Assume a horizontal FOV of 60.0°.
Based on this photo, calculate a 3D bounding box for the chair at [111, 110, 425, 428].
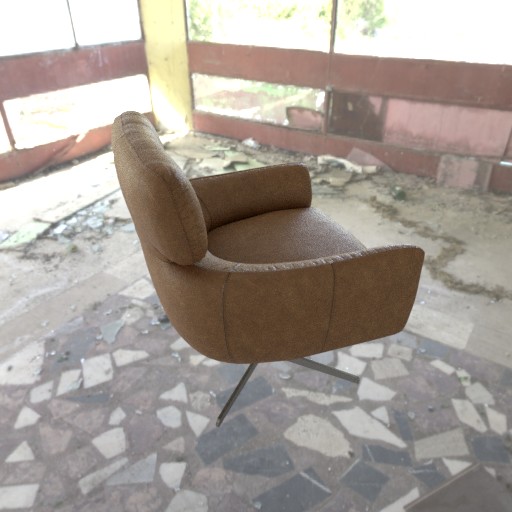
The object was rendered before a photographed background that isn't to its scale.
[{"bbox_3d":[0.000,0.000,1.331,0.715,0.812,0.706,-11,33,-18],"label":"chair"}]
